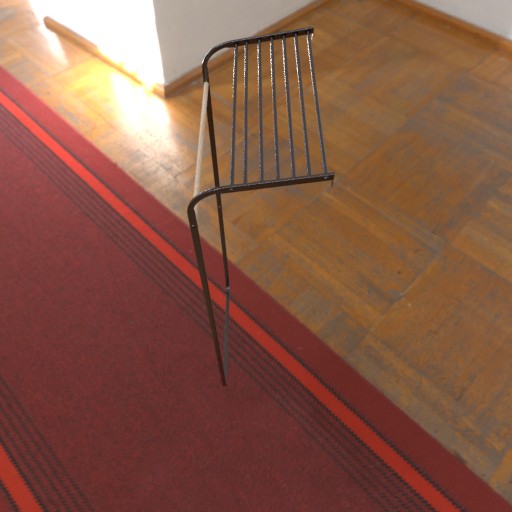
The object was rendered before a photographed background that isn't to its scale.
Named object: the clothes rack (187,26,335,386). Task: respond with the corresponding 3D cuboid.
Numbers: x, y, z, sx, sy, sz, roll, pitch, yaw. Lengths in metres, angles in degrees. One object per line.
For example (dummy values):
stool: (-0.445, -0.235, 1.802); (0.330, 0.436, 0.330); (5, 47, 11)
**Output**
clothes rack: (0.000, 0.000, 1.811); (0.349, 1.574, 0.609); (0, 57, 0)
